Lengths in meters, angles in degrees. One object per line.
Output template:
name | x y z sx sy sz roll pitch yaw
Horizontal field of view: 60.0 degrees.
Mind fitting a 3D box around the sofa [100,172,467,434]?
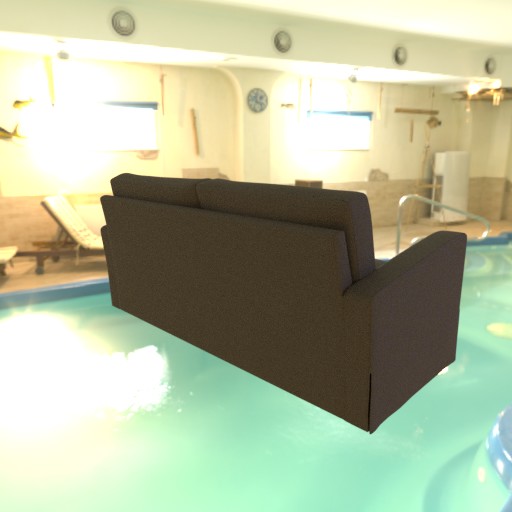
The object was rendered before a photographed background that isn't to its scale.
sofa | 0.000 0.000 2.332 1.852 0.839 0.898 13 19 43
